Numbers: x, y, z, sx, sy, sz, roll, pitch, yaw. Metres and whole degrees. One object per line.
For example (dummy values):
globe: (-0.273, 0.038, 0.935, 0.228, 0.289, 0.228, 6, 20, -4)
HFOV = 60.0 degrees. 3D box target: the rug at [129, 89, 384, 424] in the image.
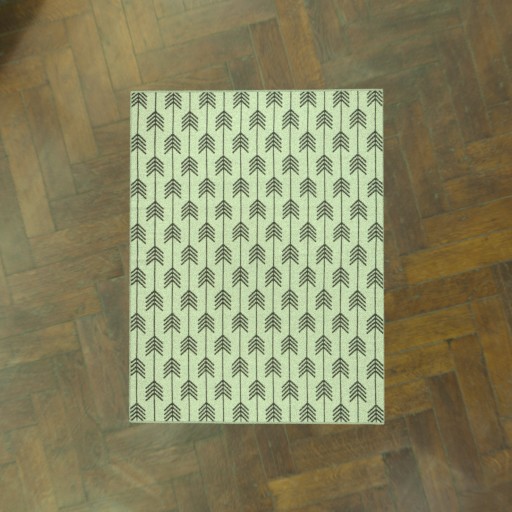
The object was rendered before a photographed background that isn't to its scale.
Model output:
rug: (0.000, 0.000, 4.065, 2.330, 0.010, 3.061, 0, 89, 1)
